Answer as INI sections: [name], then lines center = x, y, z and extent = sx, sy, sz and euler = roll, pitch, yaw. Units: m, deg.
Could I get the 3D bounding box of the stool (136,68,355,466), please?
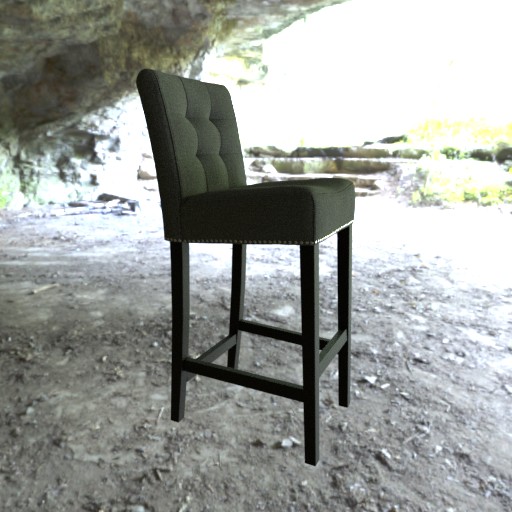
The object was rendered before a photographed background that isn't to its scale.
[stool]
center = 0.000, 0.000, 1.351
extent = 0.548, 1.047, 0.411
euler = 7, 16, 26
